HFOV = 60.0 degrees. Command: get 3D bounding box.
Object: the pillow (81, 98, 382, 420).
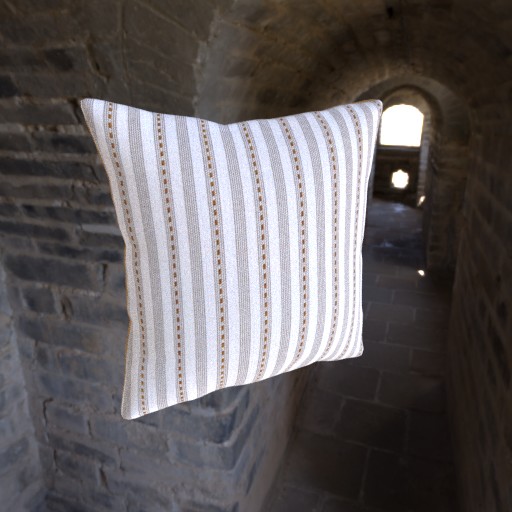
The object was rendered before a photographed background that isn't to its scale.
[{"bbox_3d":[0.000,0.000,0.646,0.432,0.437,0.147,-9,20,-25],"label":"pillow"}]
